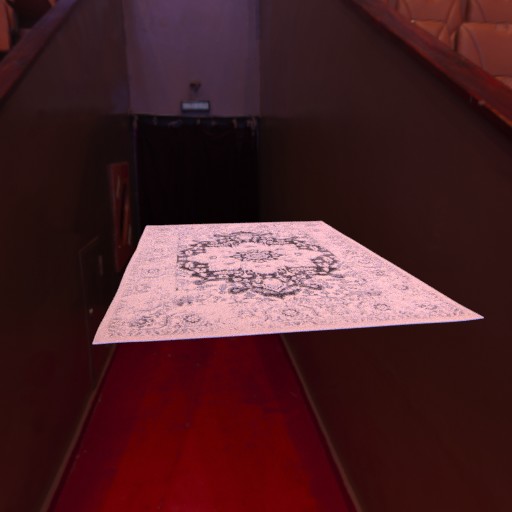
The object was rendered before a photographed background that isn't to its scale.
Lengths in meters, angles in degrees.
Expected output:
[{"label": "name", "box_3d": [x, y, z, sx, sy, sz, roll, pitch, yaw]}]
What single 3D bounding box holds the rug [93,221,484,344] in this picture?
[{"label": "rug", "box_3d": [0.000, 0.000, 2.211, 1.223, 0.008, 1.813, -2, 15, -8]}]
